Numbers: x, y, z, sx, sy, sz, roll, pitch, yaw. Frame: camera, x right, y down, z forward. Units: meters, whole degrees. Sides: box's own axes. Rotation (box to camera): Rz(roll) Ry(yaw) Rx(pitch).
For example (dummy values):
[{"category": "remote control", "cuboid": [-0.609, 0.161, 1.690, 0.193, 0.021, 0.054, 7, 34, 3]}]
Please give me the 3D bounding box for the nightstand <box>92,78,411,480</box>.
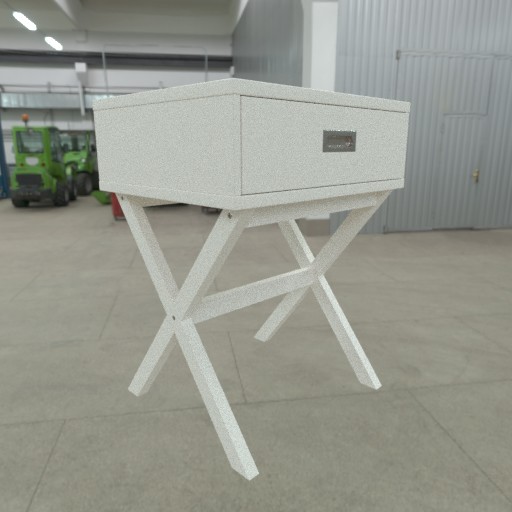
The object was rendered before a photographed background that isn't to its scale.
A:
[{"category": "nightstand", "cuboid": [0.000, 0.000, 0.941, 0.479, 0.623, 0.402, -13, 19, -43]}]
